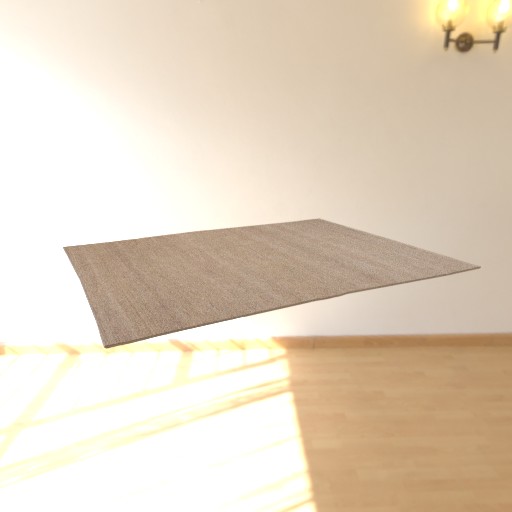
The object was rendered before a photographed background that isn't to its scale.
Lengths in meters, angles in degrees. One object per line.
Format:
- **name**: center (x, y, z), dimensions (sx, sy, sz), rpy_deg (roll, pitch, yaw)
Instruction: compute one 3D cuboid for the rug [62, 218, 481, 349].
- **rug**: center (0.000, 0.000, 4.258), dimensions (3.245, 0.046, 2.467), rpy_deg (-8, 18, -26)
